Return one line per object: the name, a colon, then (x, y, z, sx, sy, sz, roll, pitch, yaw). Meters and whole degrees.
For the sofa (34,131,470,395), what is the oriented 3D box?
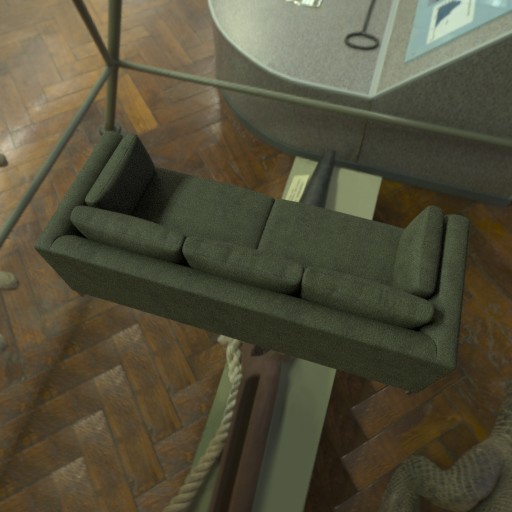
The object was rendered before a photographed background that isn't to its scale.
sofa: (0.000, 0.000, 2.892, 2.415, 0.867, 0.969, 15, 63, 8)
